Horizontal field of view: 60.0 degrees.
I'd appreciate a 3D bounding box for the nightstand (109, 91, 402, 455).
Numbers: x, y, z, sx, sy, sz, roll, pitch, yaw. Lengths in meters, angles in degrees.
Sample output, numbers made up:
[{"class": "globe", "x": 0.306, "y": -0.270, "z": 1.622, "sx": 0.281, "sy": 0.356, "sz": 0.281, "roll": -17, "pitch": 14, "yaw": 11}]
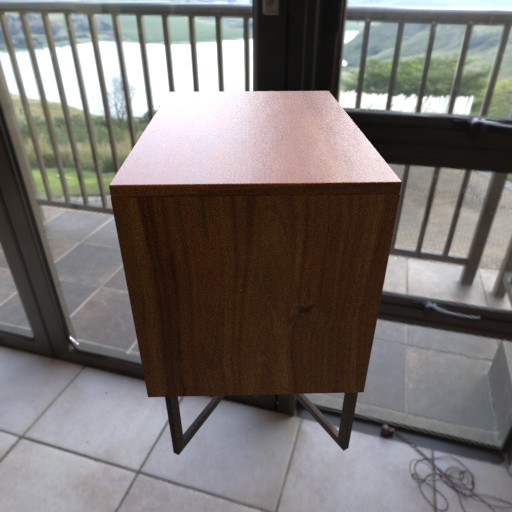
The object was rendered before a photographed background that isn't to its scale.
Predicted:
[{"class": "nightstand", "x": 0.000, "y": 0.000, "z": 1.039, "sx": 0.427, "sy": 0.615, "sz": 0.613, "roll": -1, "pitch": 32, "yaw": -1}]
